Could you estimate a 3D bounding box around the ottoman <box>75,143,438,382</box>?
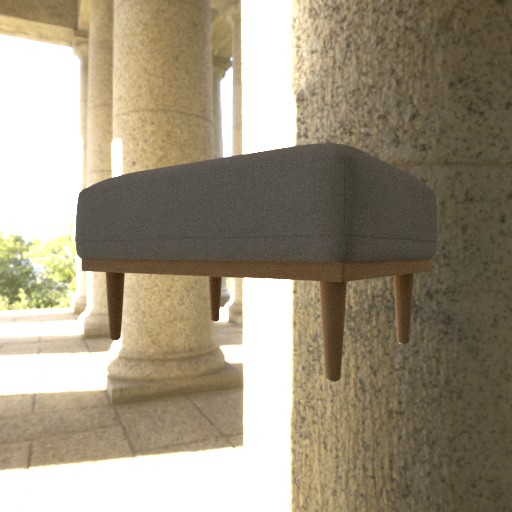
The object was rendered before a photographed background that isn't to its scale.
[{"bbox_3d":[0.000,0.000,1.099,0.749,0.428,0.549,0,1,36],"label":"ottoman"}]
